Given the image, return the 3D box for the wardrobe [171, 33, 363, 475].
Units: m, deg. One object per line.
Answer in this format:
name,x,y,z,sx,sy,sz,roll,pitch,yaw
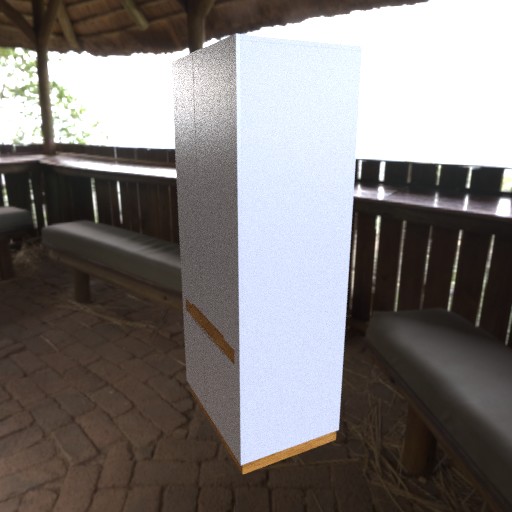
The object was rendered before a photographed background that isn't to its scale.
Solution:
wardrobe,0.000,0.000,2.442,0.600,2.040,0.860,-8,18,-25
